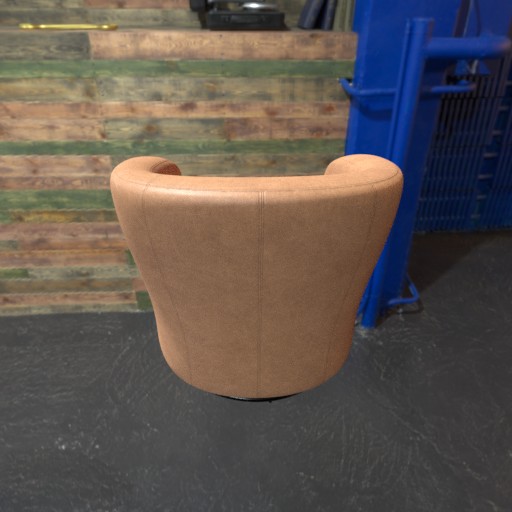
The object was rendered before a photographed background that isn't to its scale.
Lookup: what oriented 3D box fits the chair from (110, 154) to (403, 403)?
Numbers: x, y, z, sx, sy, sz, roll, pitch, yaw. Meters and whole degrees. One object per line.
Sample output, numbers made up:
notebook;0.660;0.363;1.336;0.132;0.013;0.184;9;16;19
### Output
chair;0.000;0.000;1.403;0.791;0.771;0.815;-1;31;-1
